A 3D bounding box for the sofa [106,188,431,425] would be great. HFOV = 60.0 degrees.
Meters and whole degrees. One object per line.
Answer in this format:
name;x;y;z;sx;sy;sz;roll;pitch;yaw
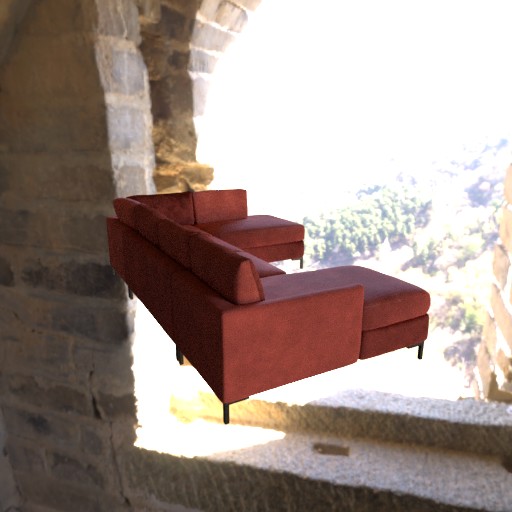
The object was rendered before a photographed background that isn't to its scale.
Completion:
sofa;0.000;0.000;3.836;1.981;0.858;2.971;-8;17;-27
